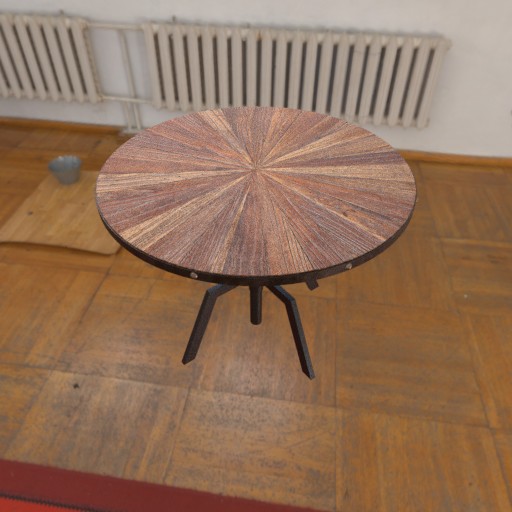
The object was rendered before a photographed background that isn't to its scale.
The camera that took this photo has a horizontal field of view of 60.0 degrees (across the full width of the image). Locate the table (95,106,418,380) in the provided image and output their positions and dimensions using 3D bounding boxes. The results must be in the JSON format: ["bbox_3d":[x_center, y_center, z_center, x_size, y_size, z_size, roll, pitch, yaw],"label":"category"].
[{"bbox_3d":[0.000,0.000,1.476,0.885,0.658,0.885,0,41,0],"label":"table"}]
